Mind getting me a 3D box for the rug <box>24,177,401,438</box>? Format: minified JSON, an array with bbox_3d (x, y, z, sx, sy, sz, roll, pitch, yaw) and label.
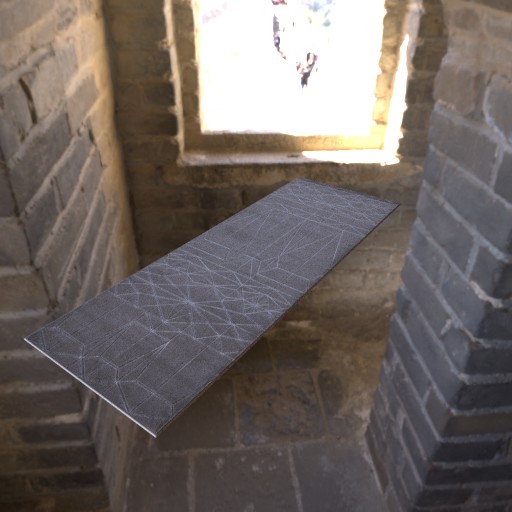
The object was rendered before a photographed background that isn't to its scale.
[{"bbox_3d":[0.000,0.000,2.613,0.864,0.012,2.388,21,38,30],"label":"rug"}]
